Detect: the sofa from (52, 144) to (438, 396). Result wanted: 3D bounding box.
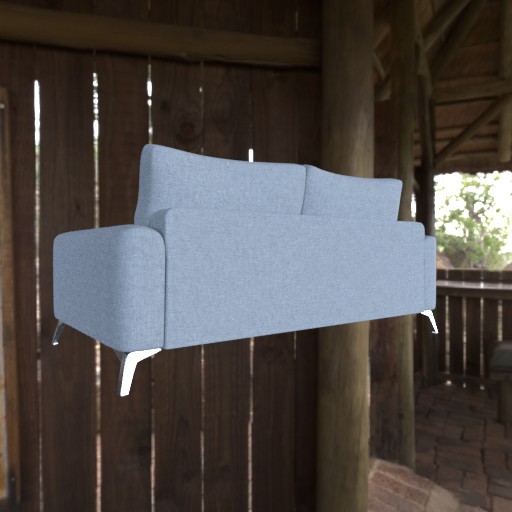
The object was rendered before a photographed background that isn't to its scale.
[{"bbox_3d":[0.000,0.000,2.117,1.650,0.790,0.920,-1,1,-37],"label":"sofa"}]
